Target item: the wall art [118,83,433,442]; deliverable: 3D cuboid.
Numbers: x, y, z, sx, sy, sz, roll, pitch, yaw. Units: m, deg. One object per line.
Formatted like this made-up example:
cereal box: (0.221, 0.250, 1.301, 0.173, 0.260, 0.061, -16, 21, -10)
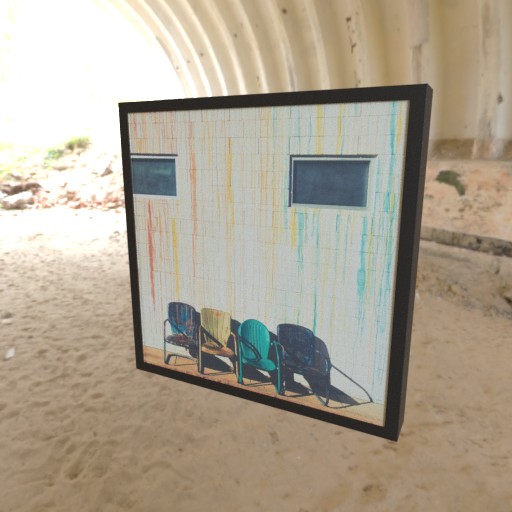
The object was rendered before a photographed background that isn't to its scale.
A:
wall art: (0.000, 0.000, 0.446, 0.304, 0.304, 0.038, 7, 15, 26)
